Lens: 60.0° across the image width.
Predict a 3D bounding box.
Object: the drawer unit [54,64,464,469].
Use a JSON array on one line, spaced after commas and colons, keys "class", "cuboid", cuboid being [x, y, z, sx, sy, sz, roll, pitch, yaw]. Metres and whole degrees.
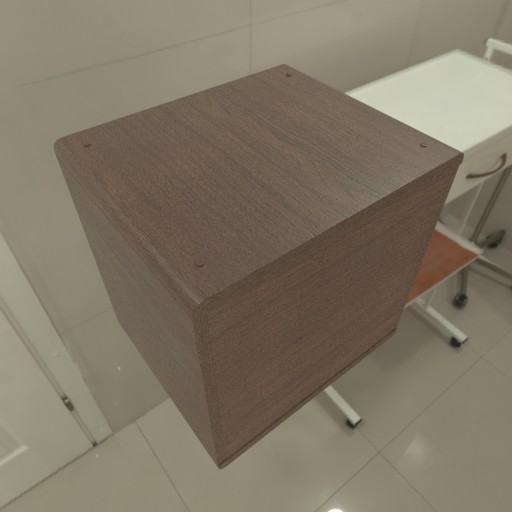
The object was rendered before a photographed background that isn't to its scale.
[{"class": "drawer unit", "cuboid": [0.000, 0.000, 0.599, 0.344, 0.344, 0.290, -29, 52, -25]}]
